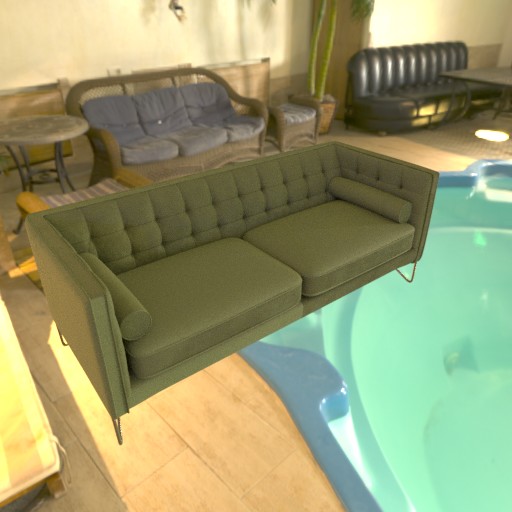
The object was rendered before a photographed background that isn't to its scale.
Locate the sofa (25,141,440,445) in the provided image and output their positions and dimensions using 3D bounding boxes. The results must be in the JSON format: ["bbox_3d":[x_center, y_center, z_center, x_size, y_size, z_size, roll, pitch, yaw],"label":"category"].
[{"bbox_3d":[0.000,0.000,2.483,2.087,0.789,0.867,-21,36,-32],"label":"sofa"}]
